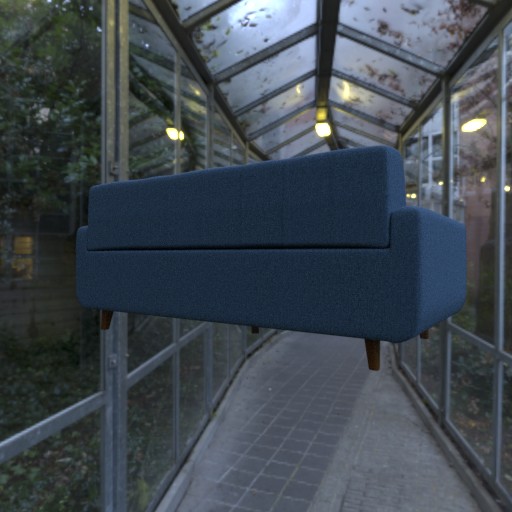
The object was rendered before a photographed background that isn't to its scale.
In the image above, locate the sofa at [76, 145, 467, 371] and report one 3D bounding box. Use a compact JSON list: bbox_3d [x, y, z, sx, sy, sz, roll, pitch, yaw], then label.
[{"bbox_3d":[0.000,0.000,2.527,2.055,0.884,0.942,0,0,34],"label":"sofa"}]
